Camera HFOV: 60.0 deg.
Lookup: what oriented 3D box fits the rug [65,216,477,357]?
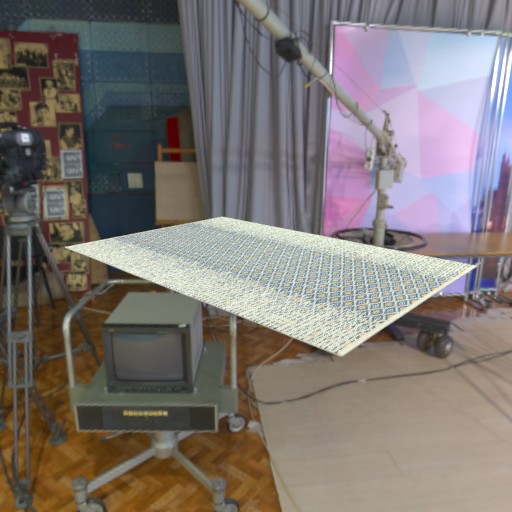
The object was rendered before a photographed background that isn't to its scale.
[{"bbox_3d":[0.000,0.000,2.340,1.828,0.005,1.219,15,22,41],"label":"rug"}]
